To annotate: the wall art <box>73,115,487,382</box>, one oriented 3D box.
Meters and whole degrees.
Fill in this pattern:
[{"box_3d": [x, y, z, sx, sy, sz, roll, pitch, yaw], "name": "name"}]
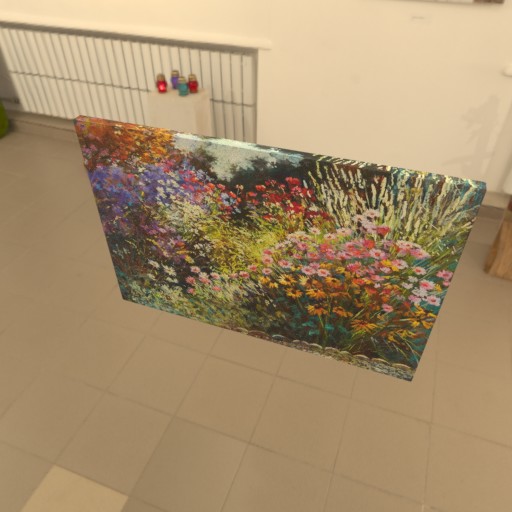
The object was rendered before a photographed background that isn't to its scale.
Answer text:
[{"box_3d": [0.000, 0.000, 1.420, 1.136, 0.760, 0.042, 13, 42, 15], "name": "wall art"}]
